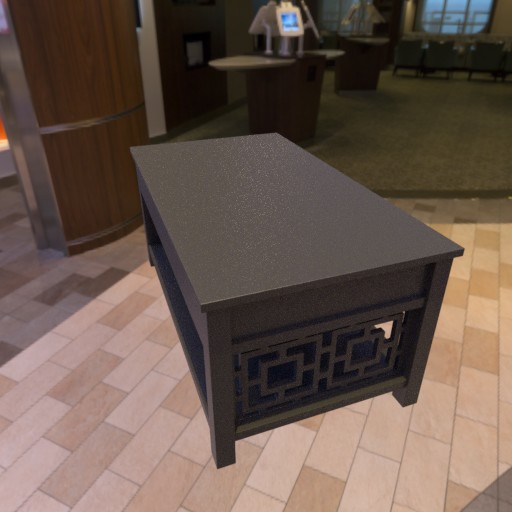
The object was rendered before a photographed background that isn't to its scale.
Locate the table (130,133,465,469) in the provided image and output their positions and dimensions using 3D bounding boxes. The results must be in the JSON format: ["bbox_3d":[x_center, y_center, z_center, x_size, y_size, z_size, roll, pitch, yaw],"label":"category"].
[{"bbox_3d":[0.000,0.000,1.445,0.612,0.493,1.068,-11,31,-18],"label":"table"}]
